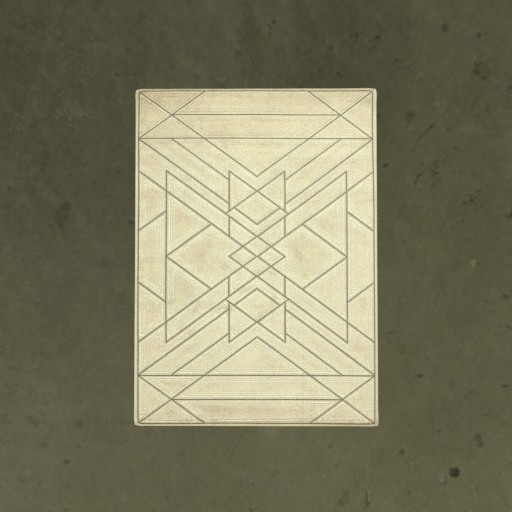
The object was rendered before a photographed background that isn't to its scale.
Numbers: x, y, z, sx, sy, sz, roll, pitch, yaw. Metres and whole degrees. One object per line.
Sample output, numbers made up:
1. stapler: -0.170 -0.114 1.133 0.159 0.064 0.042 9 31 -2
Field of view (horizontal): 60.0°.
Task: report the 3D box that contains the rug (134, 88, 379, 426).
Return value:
1. rug: 0.000 0.000 4.443 2.436 0.026 3.381 0 89 0
